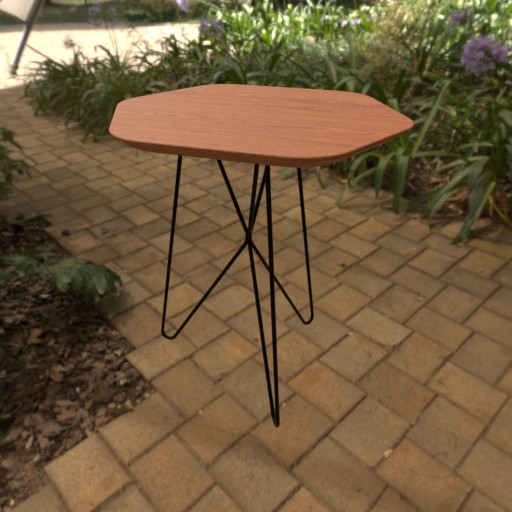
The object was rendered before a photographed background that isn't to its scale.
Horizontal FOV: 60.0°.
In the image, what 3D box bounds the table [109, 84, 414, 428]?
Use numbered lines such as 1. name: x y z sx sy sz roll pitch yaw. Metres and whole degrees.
1. table: 0.000 0.000 0.877 0.500 0.562 0.400 9 33 15
